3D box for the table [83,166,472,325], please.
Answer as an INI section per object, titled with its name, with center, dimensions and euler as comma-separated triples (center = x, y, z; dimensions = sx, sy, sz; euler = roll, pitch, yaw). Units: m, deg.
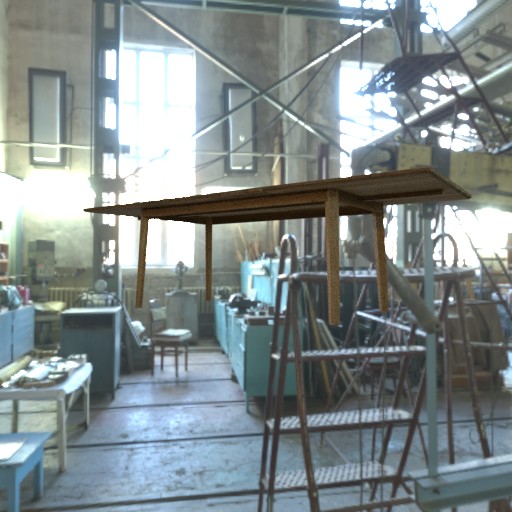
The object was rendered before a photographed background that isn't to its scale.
[table]
center = 0.000, 0.000, 3.113
dimensions = 2.603, 0.752, 1.000
euler = -1, -1, 35
